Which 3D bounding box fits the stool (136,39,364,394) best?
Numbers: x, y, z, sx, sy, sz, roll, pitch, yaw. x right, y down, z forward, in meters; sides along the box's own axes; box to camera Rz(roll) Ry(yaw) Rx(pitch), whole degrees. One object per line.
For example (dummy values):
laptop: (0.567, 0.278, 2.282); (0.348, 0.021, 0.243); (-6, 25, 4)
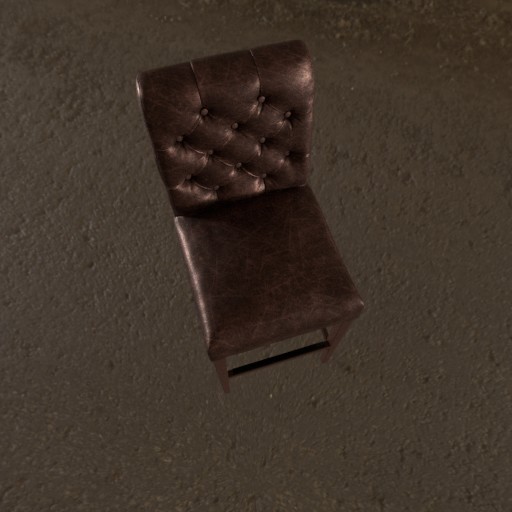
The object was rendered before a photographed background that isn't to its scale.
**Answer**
stool: (0.000, 0.000, 1.530); (0.483, 1.168, 0.659); (-15, 64, -7)
